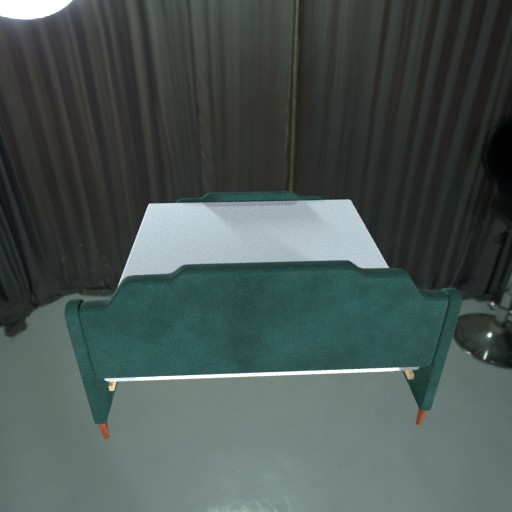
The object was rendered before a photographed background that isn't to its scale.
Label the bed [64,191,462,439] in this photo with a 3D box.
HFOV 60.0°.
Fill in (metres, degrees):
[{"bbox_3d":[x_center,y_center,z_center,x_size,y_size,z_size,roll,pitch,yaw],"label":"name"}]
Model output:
[{"bbox_3d":[0.000,0.000,3.481,2.074,1.245,2.340,-1,31,-2],"label":"bed"}]
